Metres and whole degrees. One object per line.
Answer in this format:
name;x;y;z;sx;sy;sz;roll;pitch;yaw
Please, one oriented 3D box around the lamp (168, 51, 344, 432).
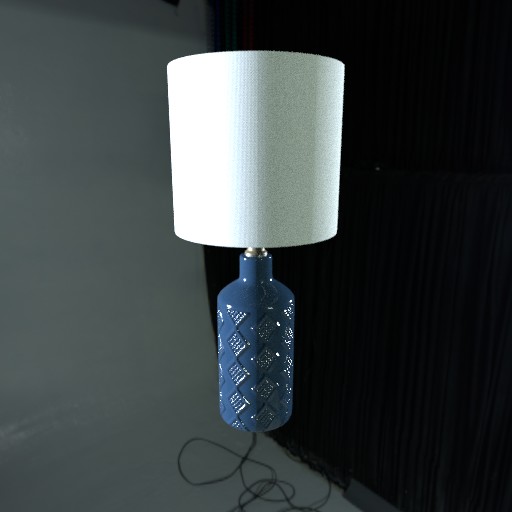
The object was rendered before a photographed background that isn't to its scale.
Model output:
lamp;0.000;0.000;0.584;0.207;0.461;0.207;13;20;42
